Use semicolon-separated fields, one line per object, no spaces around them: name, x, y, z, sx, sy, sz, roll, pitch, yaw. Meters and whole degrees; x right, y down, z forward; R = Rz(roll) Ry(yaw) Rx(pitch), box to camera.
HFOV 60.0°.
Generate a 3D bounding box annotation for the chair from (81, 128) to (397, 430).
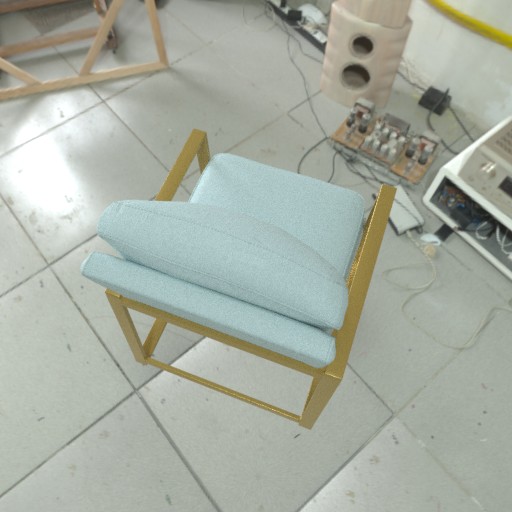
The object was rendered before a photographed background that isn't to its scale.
chair;0.000;0.000;1.514;0.758;0.956;0.813;19;65;9
